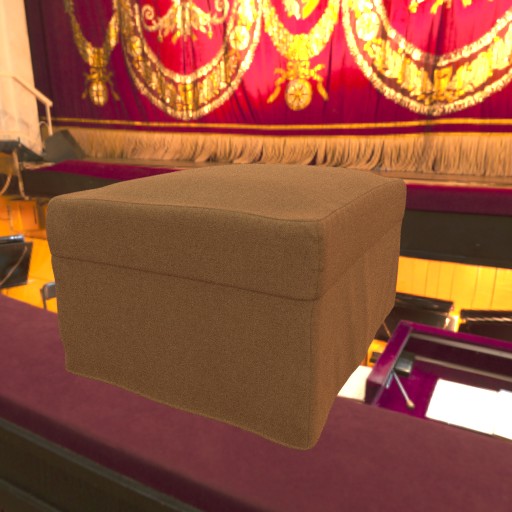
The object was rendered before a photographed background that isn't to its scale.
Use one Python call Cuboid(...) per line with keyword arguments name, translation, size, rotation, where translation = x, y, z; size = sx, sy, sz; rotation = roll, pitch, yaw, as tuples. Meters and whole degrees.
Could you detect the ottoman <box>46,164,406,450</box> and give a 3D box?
Cuboid(name="ottoman", translation=(0.000, 0.000, 1.223), size=(0.650, 0.485, 0.833), rotation=(8, 18, 26))
